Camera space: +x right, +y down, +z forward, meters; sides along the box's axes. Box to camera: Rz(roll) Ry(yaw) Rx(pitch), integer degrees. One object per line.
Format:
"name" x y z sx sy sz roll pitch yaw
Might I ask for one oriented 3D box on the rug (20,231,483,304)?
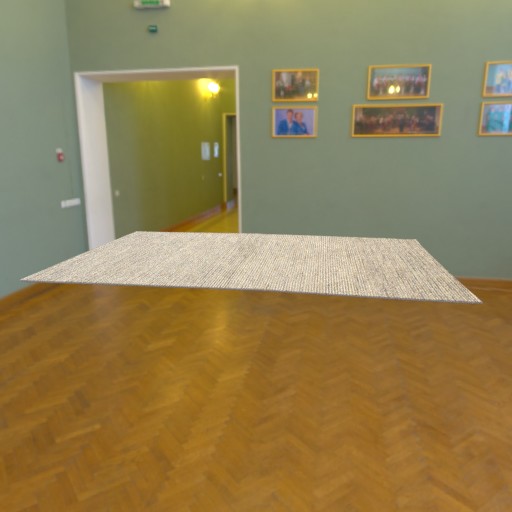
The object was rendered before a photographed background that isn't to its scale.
"rug" 0.000 0.000 2.257 1.804 0.022 1.162 2 13 9
